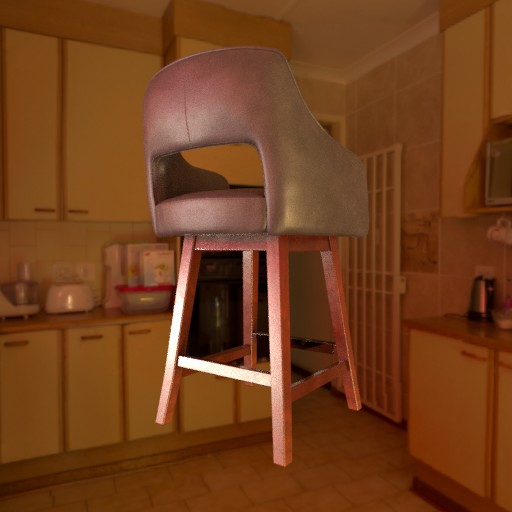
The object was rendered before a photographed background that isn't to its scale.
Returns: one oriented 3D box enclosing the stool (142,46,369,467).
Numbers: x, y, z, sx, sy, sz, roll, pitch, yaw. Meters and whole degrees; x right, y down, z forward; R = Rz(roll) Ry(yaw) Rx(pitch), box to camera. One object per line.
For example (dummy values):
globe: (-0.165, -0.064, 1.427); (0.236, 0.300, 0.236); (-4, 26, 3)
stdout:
stool: (0.000, 0.000, 1.250); (0.550, 0.936, 0.560); (1, 2, 36)
